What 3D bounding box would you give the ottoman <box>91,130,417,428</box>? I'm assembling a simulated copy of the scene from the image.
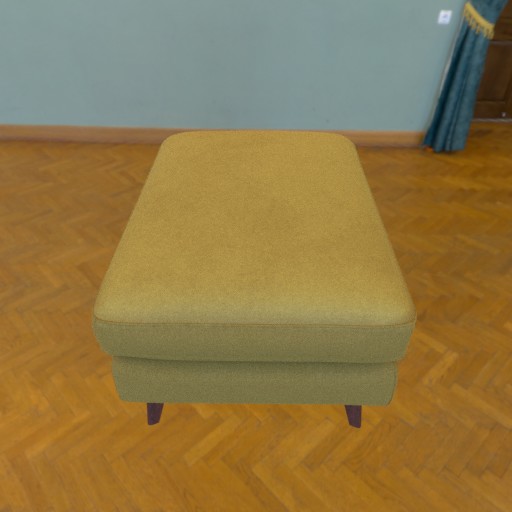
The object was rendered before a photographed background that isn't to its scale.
[{"bbox_3d":[0.000,0.000,1.176,0.608,0.449,0.811,1,39,1],"label":"ottoman"}]
